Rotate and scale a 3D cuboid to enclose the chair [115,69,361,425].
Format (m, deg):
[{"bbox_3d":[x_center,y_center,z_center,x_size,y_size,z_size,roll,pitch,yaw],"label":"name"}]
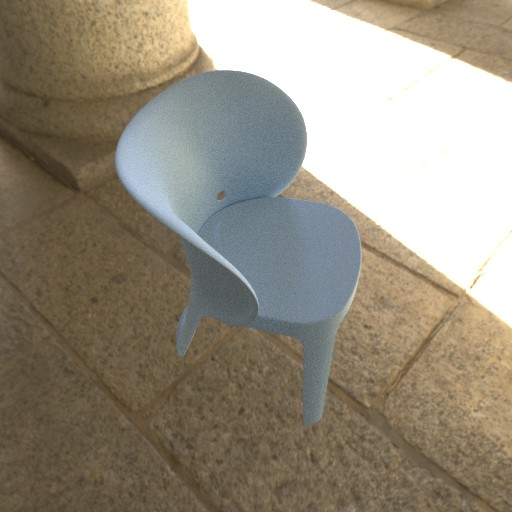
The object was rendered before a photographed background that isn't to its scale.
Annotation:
[{"bbox_3d":[0.000,0.000,0.868,0.402,0.554,0.451,10,48,10],"label":"chair"}]
